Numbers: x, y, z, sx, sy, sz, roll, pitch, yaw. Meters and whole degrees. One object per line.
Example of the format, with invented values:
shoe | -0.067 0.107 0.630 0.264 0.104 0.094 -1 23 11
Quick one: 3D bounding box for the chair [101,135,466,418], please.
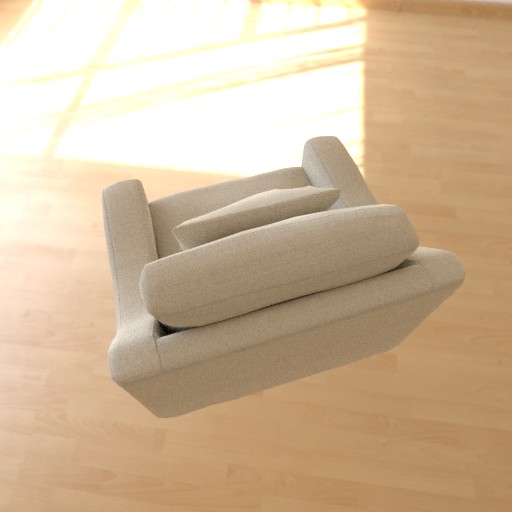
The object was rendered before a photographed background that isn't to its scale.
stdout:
chair | 0.000 0.000 1.894 1.178 1.016 1.009 -15 59 -9
